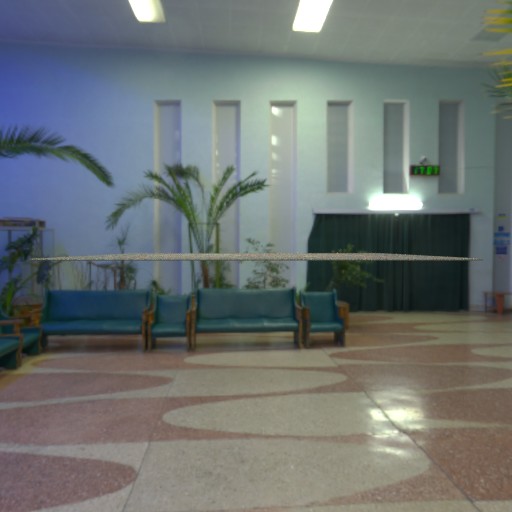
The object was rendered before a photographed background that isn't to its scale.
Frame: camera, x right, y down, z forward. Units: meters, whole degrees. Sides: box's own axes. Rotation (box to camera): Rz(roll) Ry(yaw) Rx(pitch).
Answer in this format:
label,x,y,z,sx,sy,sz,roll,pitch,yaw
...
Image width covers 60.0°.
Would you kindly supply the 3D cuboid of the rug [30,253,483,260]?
label,x,y,z,sx,sy,sz,roll,pitch,yaw
rug,0.000,0.000,4.190,3.057,0.013,2.434,0,1,0
